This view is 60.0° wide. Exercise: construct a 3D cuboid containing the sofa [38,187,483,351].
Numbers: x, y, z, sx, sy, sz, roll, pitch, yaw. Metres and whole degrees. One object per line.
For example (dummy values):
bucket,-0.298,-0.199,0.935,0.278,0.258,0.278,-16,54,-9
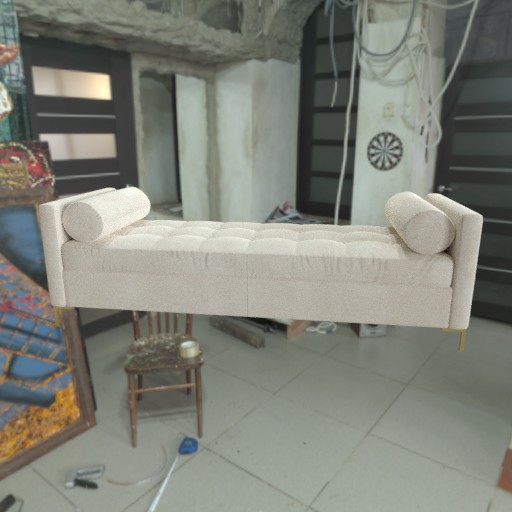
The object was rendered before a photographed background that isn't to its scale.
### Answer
sofa,0.000,0.000,2.345,1.981,0.635,0.686,2,16,8
